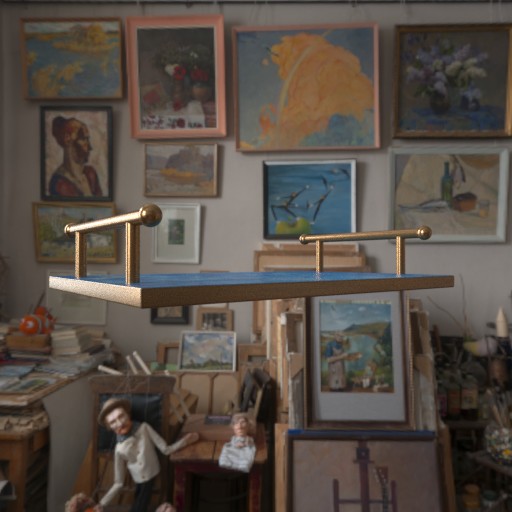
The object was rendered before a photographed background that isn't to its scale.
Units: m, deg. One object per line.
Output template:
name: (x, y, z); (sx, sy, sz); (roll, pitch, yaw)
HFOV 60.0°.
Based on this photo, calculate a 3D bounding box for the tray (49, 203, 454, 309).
tray: (0.000, 0.000, 0.587); (0.444, 0.084, 0.304); (0, -1, -37)
